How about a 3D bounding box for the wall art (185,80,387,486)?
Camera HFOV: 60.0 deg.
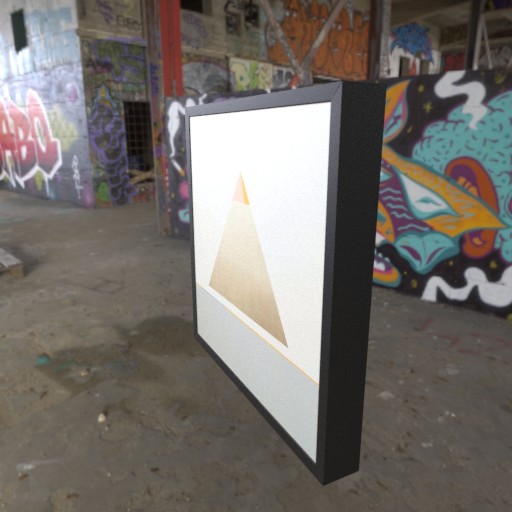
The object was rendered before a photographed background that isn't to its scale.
[{"bbox_3d":[0.000,0.000,0.452,0.037,0.303,0.304,-8,17,-26],"label":"wall art"}]
